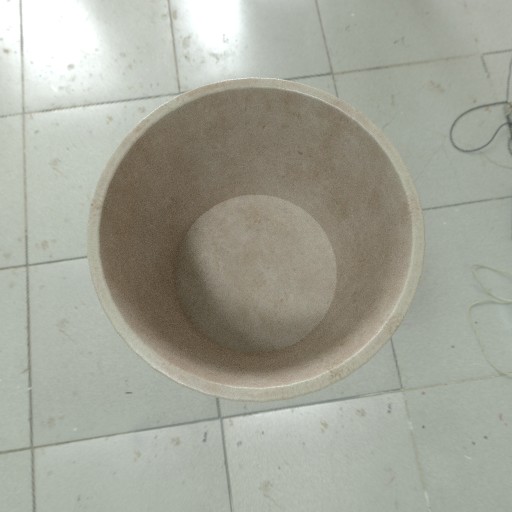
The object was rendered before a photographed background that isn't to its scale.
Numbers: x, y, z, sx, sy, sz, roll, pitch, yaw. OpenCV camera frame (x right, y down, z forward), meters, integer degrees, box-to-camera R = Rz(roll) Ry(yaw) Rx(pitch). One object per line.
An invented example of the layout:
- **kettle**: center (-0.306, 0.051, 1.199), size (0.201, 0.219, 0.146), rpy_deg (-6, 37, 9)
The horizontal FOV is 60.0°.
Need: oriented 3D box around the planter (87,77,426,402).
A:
- **planter**: center (0.000, 0.000, 0.276), size (0.164, 0.127, 0.164), rpy_deg (0, 76, 0)
